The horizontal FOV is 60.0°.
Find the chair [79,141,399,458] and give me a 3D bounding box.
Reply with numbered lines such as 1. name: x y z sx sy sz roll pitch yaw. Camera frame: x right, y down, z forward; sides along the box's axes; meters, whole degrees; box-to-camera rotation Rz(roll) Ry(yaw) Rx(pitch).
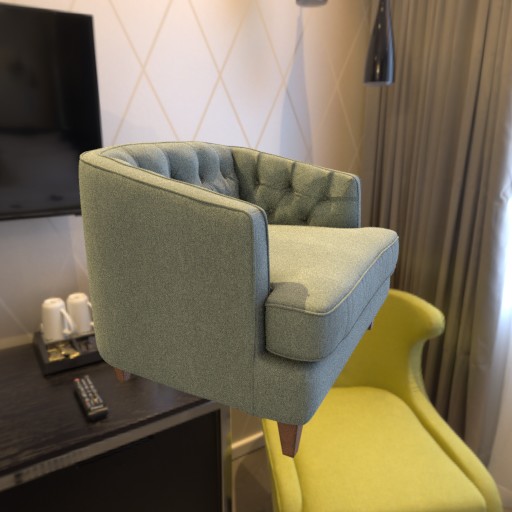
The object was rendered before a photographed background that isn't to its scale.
1. chair: 0.000 0.000 1.719 0.945 0.852 1.094 8 17 26
